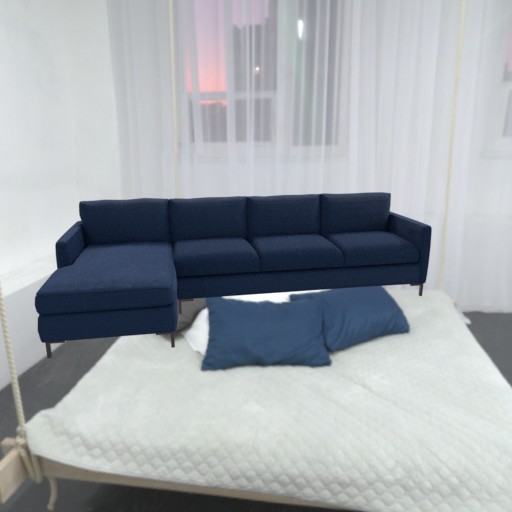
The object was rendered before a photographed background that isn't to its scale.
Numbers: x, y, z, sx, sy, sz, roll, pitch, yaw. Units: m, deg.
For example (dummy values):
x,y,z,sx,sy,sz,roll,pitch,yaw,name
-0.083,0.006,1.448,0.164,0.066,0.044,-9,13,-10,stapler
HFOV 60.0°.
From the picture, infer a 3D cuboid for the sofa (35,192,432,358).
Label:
x,y,z,sx,sy,sz,roll,pitch,yaw,name
0.000,0.000,2.907,2.450,0.679,1.128,-3,16,-11,sofa
